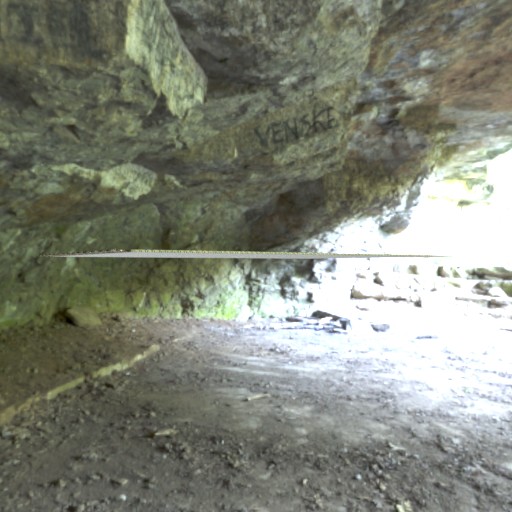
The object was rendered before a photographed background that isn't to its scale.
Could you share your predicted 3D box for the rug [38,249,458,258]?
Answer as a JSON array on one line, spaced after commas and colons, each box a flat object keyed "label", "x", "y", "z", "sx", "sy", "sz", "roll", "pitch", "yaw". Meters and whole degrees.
[{"label": "rug", "x": 0.000, "y": 0.000, "z": 2.997, "sx": 2.435, "sy": 0.010, "sz": 1.544, "roll": 1, "pitch": -1, "yaw": -36}]
